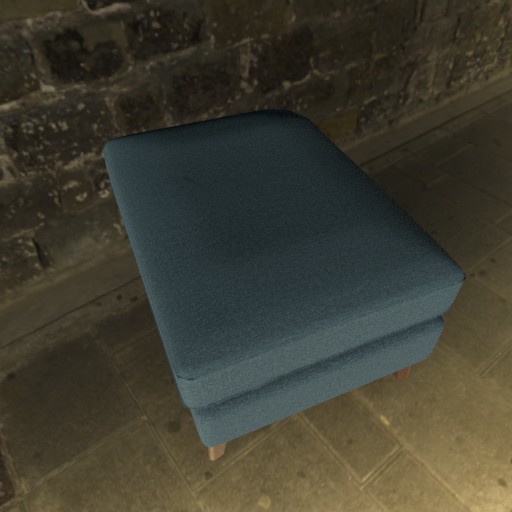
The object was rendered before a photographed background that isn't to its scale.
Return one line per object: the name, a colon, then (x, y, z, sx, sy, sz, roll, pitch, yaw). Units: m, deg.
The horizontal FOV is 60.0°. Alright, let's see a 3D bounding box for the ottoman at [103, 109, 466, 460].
ottoman: (0.000, 0.000, 1.231, 0.629, 0.503, 0.835, -17, 47, -16)
